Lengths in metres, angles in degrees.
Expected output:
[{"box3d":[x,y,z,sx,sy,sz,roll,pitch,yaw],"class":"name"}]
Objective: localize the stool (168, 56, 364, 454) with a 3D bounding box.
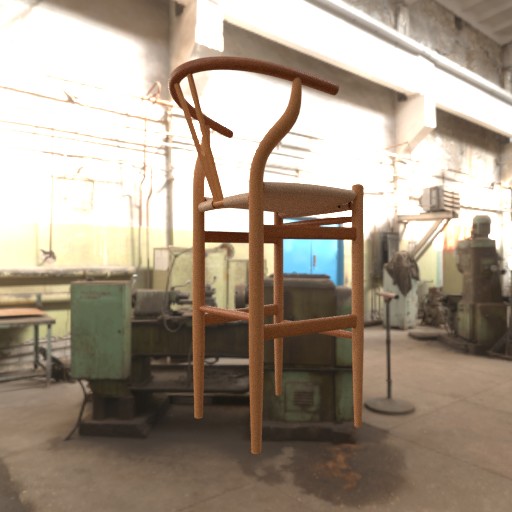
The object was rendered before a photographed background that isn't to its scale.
[{"box3d":[0.000,0.000,1.406,0.561,1.068,0.574,0,-1,-36],"class":"stool"}]
